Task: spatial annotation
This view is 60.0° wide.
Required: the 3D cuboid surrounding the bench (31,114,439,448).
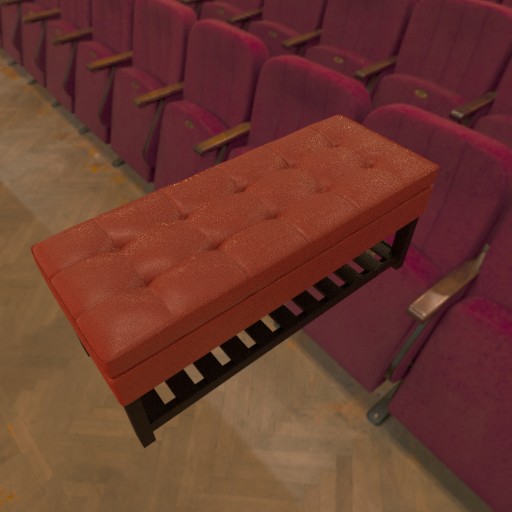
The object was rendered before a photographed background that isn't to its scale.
[{"bbox_3d":[0.000,0.000,1.362,1.105,0.460,0.432,-29,52,-26],"label":"bench"}]
